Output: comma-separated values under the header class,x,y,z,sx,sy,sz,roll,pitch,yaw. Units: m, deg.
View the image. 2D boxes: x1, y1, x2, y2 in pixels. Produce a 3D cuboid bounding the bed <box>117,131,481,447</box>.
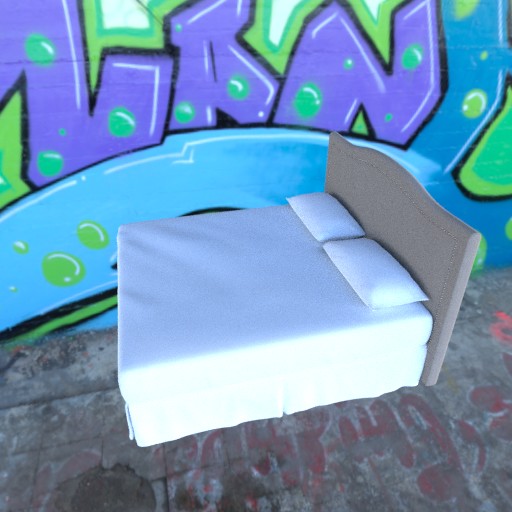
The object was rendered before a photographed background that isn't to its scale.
class,x,y,z,sx,sy,sz,roll,pitch,yaw
bed,0.000,0.000,3.495,2.182,1.421,2.083,-8,33,-12
